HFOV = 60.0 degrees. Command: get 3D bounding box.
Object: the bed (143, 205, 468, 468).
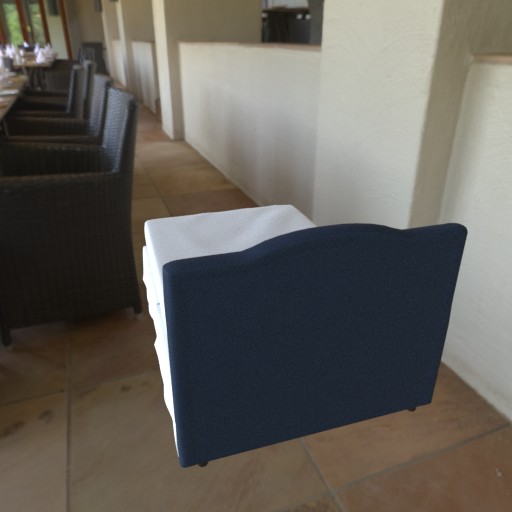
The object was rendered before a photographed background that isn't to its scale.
[{"bbox_3d":[0.000,0.000,3.565,1.741,1.441,2.507,-8,27,-16],"label":"bed"}]
